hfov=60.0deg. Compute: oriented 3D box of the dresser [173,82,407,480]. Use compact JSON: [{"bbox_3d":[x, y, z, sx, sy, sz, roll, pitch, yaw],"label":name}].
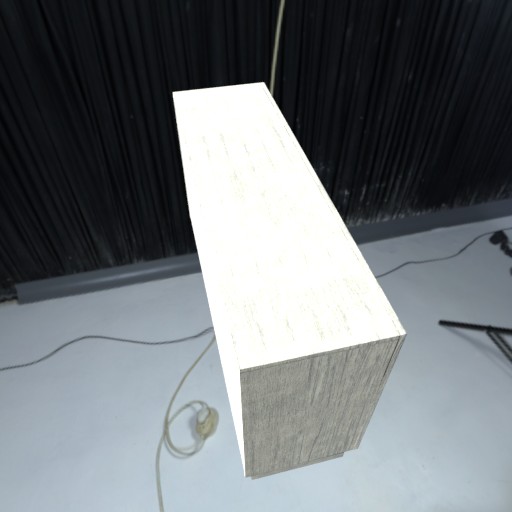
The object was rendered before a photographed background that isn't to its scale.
[{"bbox_3d":[0.000,0.000,2.072,0.483,0.889,1.628,-10,47,-9],"label":"dresser"}]
